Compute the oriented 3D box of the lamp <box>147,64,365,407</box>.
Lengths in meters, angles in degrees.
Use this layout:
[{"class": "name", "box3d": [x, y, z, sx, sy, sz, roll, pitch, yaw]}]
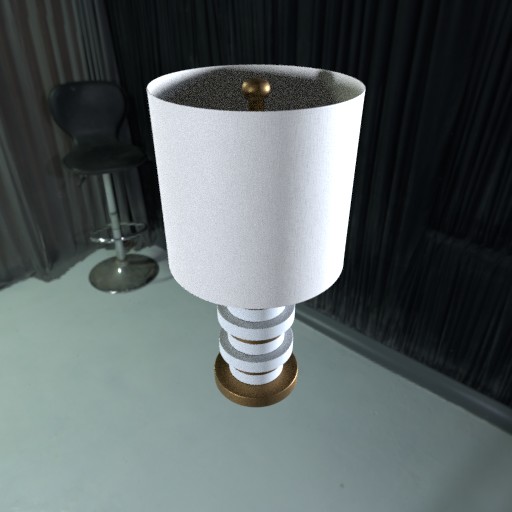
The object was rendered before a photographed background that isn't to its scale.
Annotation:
[{"class": "lamp", "box3d": [0.000, 0.000, 0.542, 0.210, 0.410, 0.210, 22, 38, 30]}]
